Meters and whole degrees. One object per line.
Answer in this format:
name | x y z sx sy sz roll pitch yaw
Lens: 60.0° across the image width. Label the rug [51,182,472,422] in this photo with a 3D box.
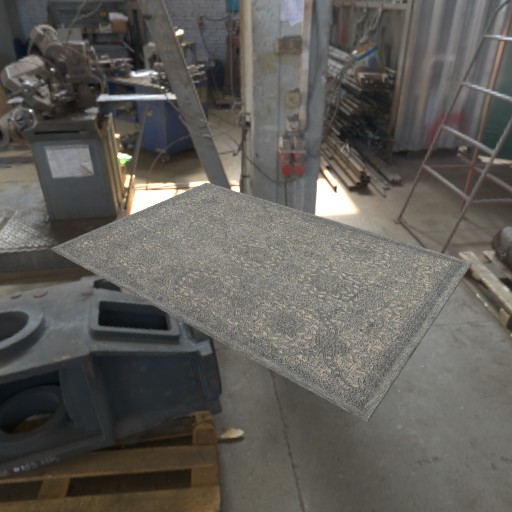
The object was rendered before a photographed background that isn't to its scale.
rug | 0.000 0.000 2.296 1.819 0.012 1.208 21 37 32
